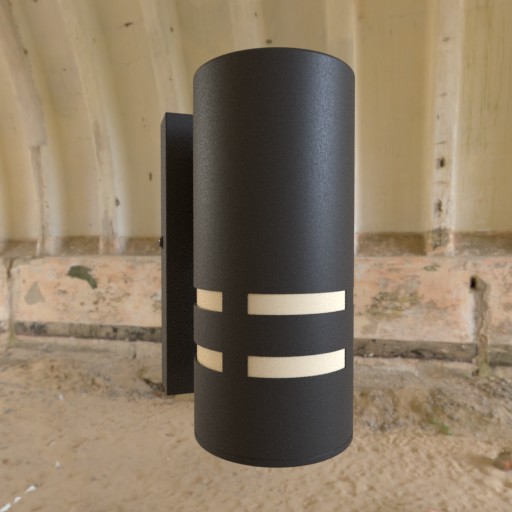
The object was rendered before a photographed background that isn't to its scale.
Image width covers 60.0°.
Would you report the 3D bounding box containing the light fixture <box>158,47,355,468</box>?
[{"bbox_3d":[0.000,0.000,0.254,0.098,0.179,0.138,0,1,-18],"label":"light fixture"}]
